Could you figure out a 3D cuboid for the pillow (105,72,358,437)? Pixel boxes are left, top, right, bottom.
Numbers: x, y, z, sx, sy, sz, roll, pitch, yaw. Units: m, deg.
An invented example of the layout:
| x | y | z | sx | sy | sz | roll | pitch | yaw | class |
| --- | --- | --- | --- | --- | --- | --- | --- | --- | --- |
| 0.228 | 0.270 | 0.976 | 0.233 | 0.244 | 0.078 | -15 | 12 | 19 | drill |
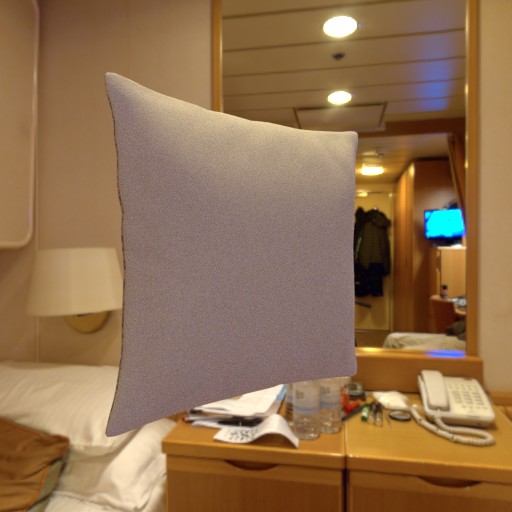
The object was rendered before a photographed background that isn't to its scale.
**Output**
| x | y | z | sx | sy | sz | roll | pitch | yaw | class |
| --- | --- | --- | --- | --- | --- | --- | --- | --- | --- |
| 0.000 | 0.000 | 0.771 | 0.523 | 0.510 | 0.166 | 0 | 0 | -36 | pillow |
